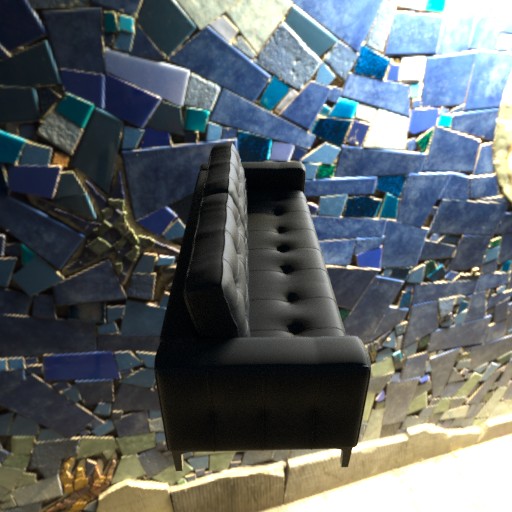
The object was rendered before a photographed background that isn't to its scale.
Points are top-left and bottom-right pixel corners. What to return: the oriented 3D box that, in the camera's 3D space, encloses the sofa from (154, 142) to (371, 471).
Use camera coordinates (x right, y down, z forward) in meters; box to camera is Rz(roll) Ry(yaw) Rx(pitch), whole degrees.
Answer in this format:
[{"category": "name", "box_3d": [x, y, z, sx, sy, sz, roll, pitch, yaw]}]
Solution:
[{"category": "sofa", "box_3d": [0.000, 0.000, 2.683, 0.833, 0.893, 2.275, -1, 31, -1]}]
